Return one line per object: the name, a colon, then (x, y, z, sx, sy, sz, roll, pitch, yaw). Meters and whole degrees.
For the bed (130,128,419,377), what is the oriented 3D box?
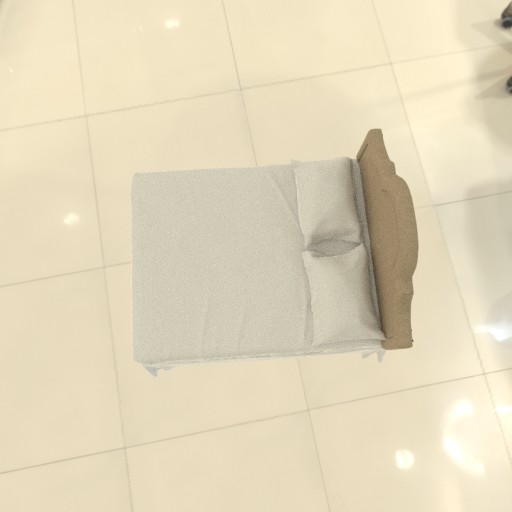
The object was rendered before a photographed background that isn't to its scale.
bed: (0.000, 0.000, 3.475, 2.222, 1.634, 1.780, -4, 77, -1)
